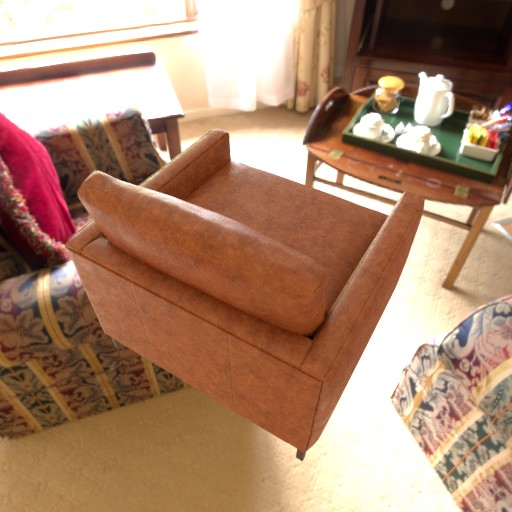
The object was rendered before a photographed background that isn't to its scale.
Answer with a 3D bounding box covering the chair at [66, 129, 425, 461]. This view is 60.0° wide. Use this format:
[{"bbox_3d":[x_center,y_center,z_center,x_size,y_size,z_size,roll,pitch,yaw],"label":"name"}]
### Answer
[{"bbox_3d":[0.000,0.000,1.642,0.967,0.869,0.862,24,51,21],"label":"chair"}]
